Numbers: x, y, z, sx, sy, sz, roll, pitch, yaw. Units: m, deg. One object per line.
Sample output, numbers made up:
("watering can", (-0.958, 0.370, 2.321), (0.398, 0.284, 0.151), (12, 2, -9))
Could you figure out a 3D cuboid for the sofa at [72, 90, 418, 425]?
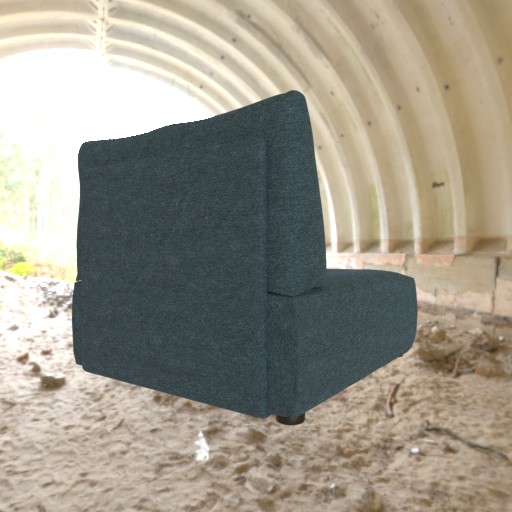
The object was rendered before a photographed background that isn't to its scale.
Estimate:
("sofa", (0.000, 0.000, 1.691), (0.930, 0.820, 1.000), (0, 1, 36))
